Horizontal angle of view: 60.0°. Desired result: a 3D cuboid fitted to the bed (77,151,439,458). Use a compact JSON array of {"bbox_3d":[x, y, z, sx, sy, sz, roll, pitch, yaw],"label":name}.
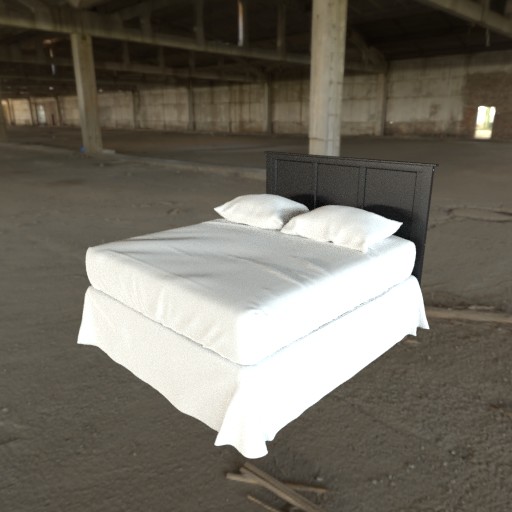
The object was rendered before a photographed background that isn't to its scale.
[{"bbox_3d":[0.000,0.000,3.190,1.870,1.270,2.050,16,24,41],"label":"bed"}]
